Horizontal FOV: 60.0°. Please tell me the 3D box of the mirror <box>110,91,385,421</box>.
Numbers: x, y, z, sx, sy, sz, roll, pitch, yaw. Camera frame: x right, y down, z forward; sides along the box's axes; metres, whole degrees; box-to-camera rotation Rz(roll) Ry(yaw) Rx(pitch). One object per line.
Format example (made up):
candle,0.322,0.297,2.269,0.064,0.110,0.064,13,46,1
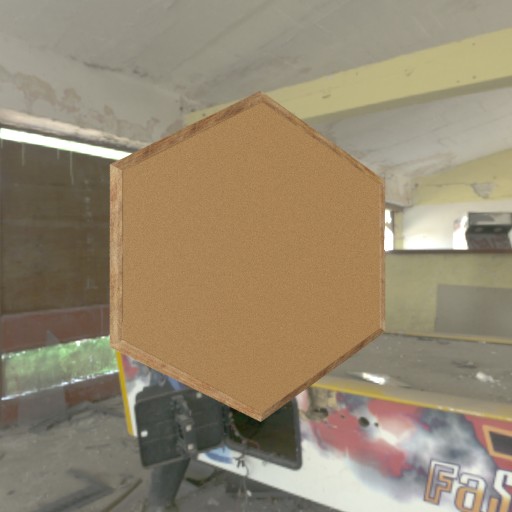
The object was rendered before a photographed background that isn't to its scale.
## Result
mirror,0.000,0.000,1.080,0.675,0.779,0.091,0,0,-17
